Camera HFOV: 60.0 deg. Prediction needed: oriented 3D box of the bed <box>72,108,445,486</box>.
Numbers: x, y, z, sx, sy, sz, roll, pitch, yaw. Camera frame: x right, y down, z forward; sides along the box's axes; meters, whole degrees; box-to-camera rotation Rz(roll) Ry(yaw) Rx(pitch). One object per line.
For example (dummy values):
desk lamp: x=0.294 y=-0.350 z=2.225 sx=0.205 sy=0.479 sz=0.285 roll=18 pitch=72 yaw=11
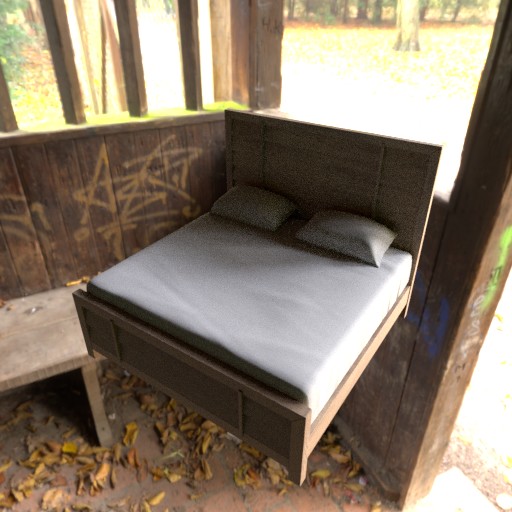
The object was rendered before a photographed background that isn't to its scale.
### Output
bed: x=0.000 y=0.000 z=3.511 sx=2.032 sy=1.626 sz=2.032 roll=20 pitch=37 yaw=29
